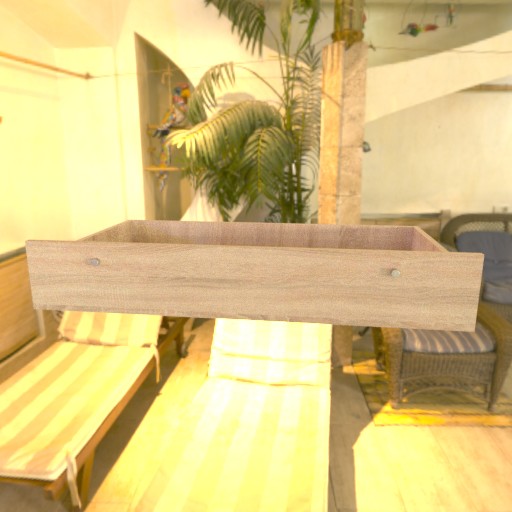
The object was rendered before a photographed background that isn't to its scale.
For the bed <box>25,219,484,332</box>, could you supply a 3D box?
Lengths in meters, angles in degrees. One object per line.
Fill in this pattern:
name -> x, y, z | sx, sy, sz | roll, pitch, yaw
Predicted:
bed -> 0.000, 0.000, 1.488 | 1.200, 0.209, 0.685 | 2, 14, 7
